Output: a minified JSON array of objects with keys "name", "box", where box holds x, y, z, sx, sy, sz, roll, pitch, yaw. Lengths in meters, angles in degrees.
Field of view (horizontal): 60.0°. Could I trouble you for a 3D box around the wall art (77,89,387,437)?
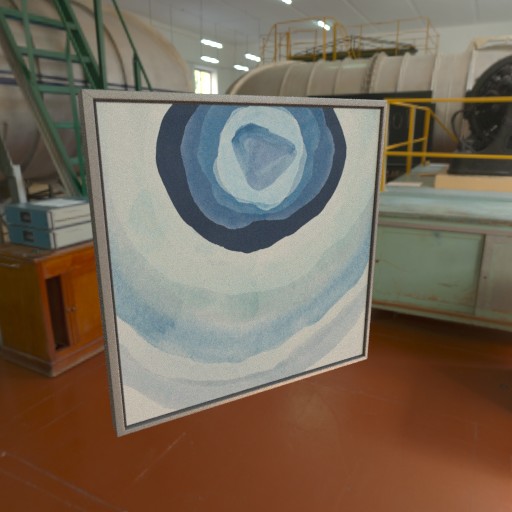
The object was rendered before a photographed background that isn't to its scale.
[{"name":"wall art","box":[0.000,0.000,0.513,0.349,0.349,0.028,-9,18,-27]}]
